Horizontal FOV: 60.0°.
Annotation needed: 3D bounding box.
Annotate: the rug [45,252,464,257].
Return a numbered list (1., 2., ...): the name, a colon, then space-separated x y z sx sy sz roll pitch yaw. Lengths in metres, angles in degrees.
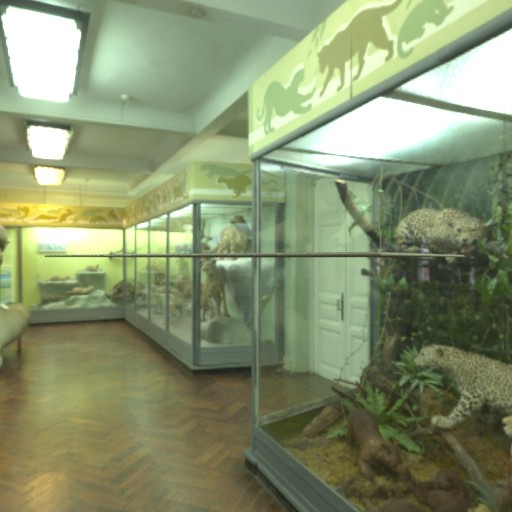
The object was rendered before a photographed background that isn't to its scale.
1. rug: 0.000 0.000 2.880 2.213 0.014 1.608 0 0 35
